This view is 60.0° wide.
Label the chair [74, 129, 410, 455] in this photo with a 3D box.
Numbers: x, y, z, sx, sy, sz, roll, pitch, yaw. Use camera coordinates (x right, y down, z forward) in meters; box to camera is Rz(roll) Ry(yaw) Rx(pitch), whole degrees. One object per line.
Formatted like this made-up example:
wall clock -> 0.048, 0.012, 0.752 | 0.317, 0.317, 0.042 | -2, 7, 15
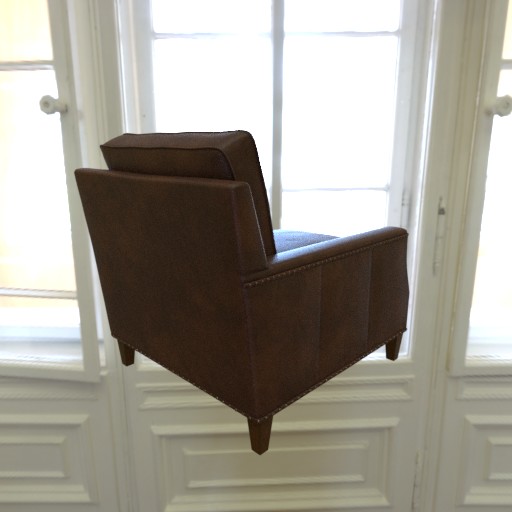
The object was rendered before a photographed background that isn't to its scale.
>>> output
chair -> 0.000, 0.000, 1.733 | 0.853, 0.929, 1.014 | 14, 20, 43
